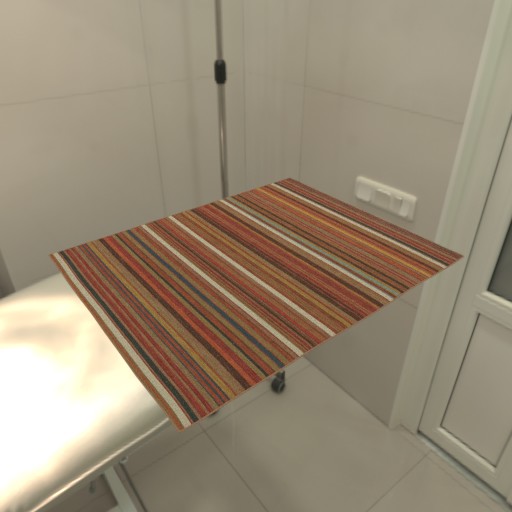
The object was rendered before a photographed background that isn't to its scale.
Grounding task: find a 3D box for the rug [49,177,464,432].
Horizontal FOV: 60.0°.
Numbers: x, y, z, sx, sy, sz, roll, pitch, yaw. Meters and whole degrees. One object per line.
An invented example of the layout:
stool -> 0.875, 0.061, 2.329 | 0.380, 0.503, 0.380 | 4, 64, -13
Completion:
rug -> 0.000, 0.000, 4.190 | 3.092, 0.023, 2.479 | -23, 39, -31
